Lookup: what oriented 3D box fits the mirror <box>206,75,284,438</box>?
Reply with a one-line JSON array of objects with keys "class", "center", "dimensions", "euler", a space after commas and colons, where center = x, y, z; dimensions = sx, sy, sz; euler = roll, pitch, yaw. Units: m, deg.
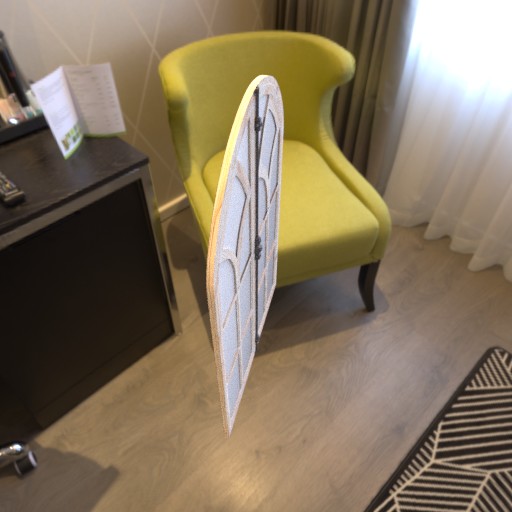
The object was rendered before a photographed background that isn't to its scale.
[{"class": "mirror", "center": [0.000, 0.000, 1.167], "dimensions": [0.032, 0.915, 0.609], "euler": [11, 47, 10]}]
